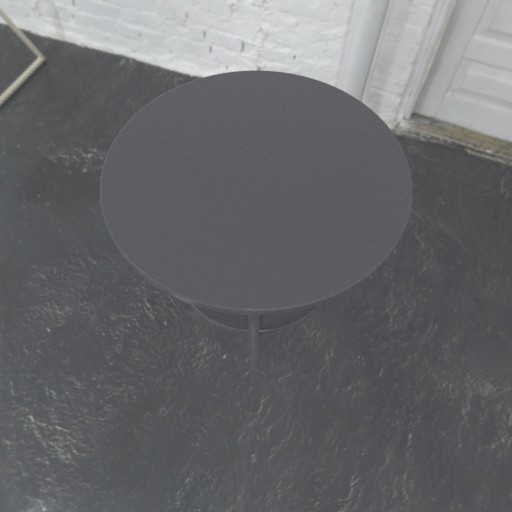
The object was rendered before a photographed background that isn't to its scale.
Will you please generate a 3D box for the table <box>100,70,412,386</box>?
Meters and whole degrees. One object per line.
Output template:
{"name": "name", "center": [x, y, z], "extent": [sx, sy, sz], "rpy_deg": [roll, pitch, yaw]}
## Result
{"name": "table", "center": [0.000, 0.000, 0.954], "extent": [0.500, 0.550, 0.500], "rpy_deg": [0, 59, 0]}
